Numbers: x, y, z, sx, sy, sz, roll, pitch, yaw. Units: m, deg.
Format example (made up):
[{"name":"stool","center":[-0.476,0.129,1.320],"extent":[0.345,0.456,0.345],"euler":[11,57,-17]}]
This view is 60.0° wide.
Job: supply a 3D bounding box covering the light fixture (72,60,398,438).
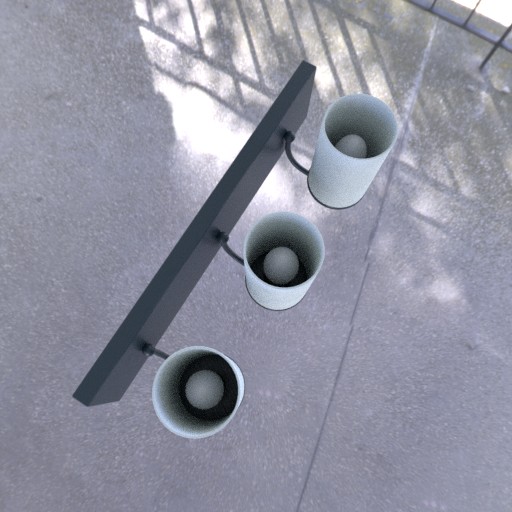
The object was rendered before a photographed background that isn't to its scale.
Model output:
[{"name":"light fixture","center":[0.000,0.000,0.518],"extent":[0.145,0.172,0.451],"euler":[31,77,8]}]
